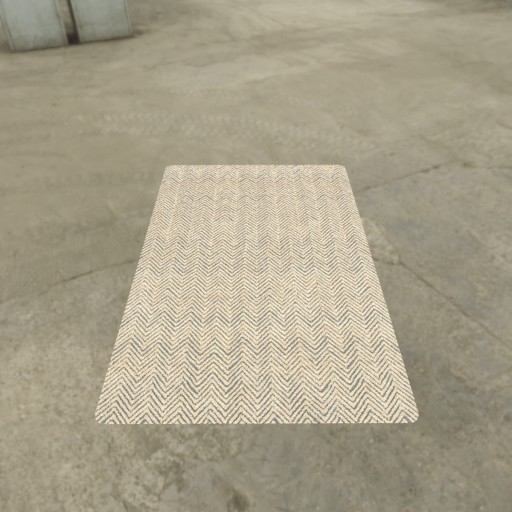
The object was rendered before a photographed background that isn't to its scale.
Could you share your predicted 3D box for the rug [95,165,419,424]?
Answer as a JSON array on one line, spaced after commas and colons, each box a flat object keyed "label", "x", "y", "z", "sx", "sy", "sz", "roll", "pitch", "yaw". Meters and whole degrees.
[{"label": "rug", "x": 0.000, "y": 0.000, "z": 2.197, "sx": 1.144, "sy": 0.008, "sz": 1.752, "roll": 0, "pitch": 42, "yaw": 0}]
